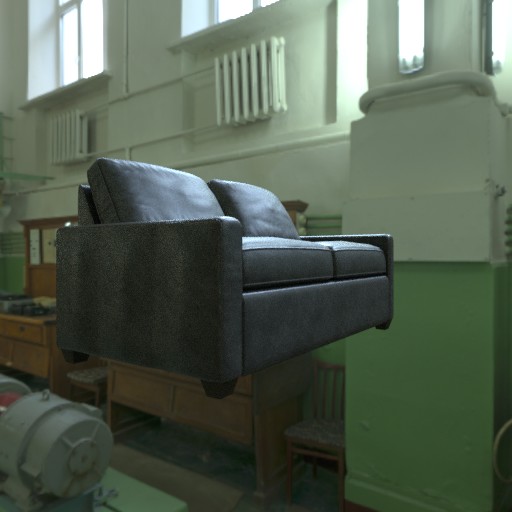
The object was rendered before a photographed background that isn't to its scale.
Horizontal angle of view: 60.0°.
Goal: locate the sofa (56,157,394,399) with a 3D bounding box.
[{"bbox_3d":[0.000,0.000,2.351,0.939,0.916,1.732,0,0,35],"label":"sofa"}]
